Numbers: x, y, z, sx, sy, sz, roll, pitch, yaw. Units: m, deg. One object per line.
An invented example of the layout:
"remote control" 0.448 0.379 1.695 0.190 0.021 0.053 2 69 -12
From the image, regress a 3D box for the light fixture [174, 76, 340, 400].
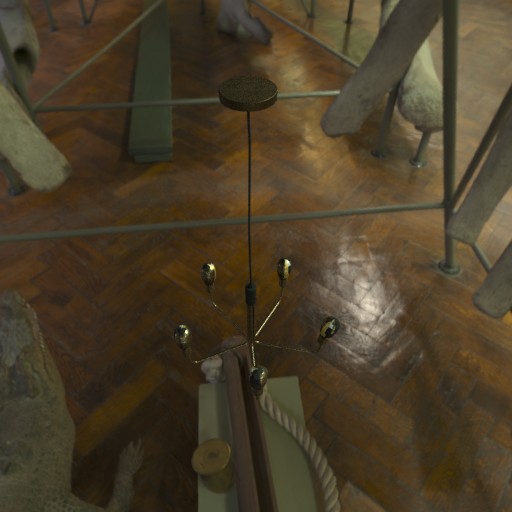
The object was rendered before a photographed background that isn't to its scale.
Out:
"light fixture" 0.000 0.000 1.378 0.588 1.059 0.532 -4 47 -4
